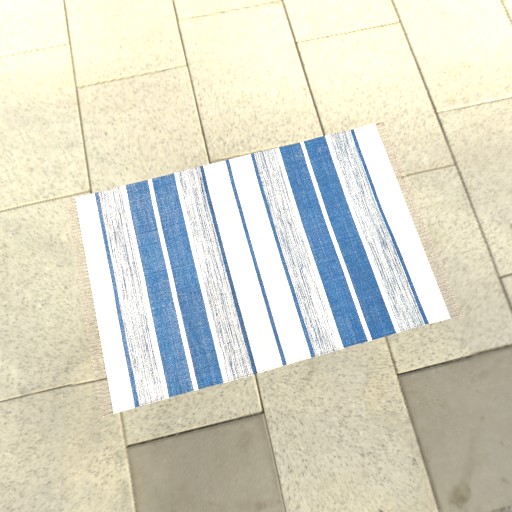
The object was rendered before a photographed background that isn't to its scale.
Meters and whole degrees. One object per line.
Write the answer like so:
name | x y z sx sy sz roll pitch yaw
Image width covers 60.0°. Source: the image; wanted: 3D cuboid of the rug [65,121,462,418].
rug | 0.000 0.000 3.078 2.441 0.010 1.532 -15 75 -4
